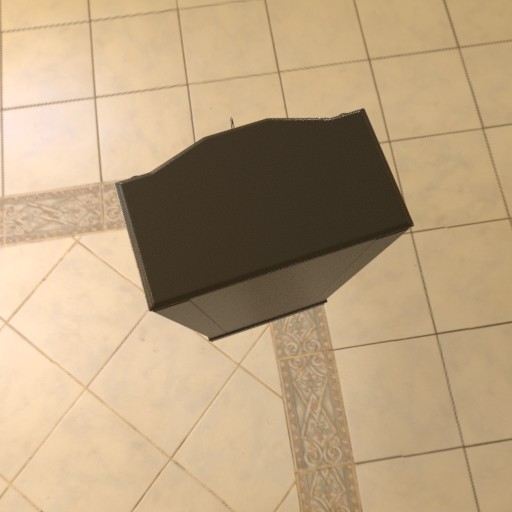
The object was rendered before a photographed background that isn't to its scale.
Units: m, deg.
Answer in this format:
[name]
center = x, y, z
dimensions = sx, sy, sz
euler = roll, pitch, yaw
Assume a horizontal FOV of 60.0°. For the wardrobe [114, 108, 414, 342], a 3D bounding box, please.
[wardrobe]
center = 0.000, 0.000, 1.191
dimensions = 0.444, 1.011, 0.295
euler = -18, 78, -4
